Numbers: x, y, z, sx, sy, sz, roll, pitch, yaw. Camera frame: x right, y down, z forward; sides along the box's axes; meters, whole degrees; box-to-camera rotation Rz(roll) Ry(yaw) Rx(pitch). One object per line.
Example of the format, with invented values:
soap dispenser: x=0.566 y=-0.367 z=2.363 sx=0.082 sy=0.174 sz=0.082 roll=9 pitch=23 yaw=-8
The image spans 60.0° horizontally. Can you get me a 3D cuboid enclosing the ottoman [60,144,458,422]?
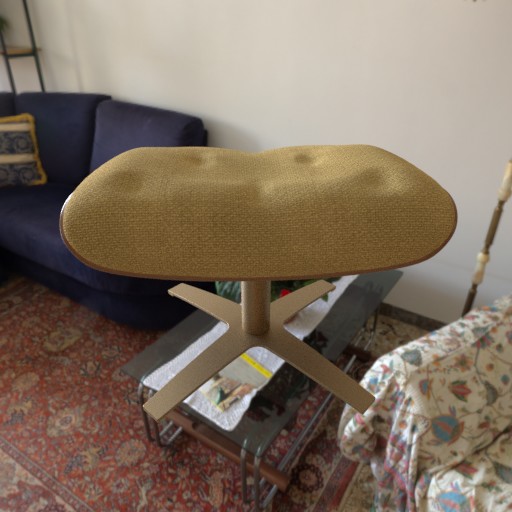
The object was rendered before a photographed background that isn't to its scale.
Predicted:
ottoman: x=0.000 y=0.000 z=0.798 sx=0.520 sy=0.391 sz=0.394 roll=-1 pitch=31 yaw=-2
